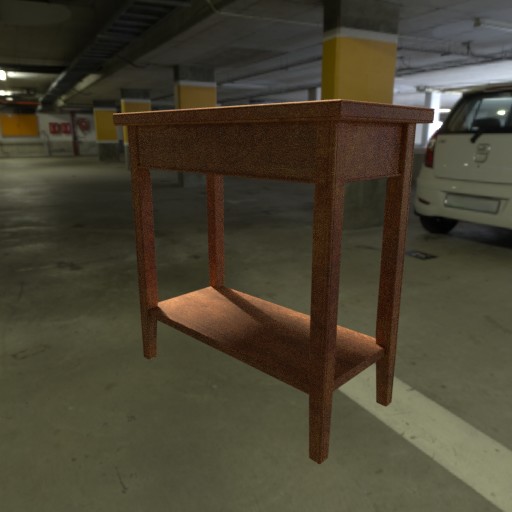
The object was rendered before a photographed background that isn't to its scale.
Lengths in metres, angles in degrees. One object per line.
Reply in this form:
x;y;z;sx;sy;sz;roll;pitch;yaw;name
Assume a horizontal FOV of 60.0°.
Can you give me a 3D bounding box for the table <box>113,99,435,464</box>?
0.000;0.000;0.982;0.610;0.610;0.305;14;21;42;table
